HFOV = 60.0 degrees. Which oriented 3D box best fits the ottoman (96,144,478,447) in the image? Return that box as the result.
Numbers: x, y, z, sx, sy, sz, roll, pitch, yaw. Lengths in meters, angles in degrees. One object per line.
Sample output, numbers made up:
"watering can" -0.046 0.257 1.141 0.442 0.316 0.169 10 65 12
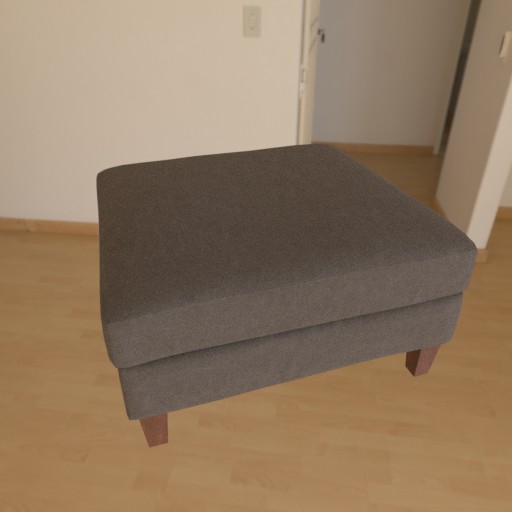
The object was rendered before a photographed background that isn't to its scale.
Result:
"ottoman" 0.000 0.000 1.372 0.881 0.482 0.861 -10 33 -15
